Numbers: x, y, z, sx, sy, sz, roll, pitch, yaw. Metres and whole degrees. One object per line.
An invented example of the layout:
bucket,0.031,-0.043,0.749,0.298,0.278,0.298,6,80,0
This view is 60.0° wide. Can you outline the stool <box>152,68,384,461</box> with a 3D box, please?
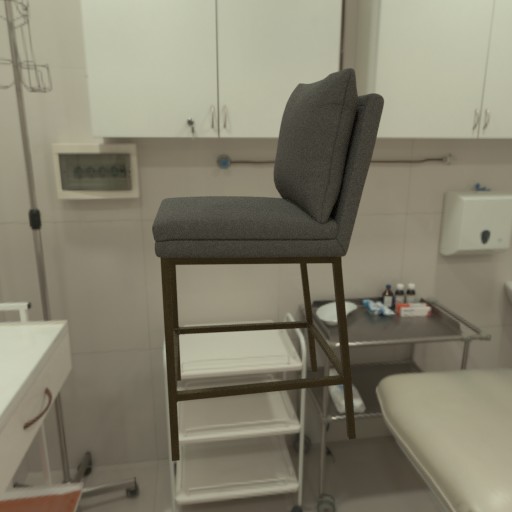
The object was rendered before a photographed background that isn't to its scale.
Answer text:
stool,0.000,0.000,1.340,0.569,1.030,0.463,-2,15,-8
